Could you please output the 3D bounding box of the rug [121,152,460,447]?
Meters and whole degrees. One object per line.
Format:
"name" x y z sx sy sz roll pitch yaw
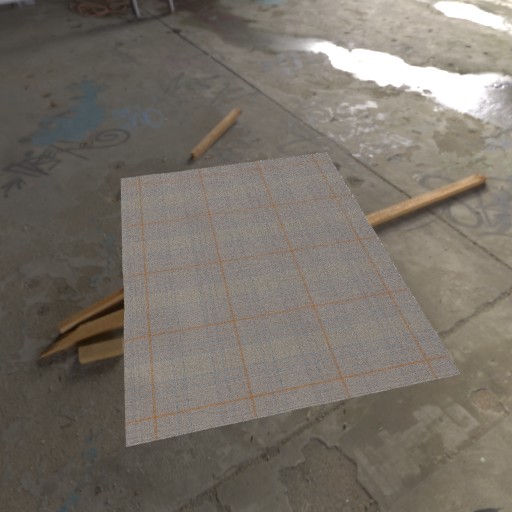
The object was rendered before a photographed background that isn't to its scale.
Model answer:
"rug" 0.000 0.000 4.146 2.448 0.021 3.051 -9 46 -9
